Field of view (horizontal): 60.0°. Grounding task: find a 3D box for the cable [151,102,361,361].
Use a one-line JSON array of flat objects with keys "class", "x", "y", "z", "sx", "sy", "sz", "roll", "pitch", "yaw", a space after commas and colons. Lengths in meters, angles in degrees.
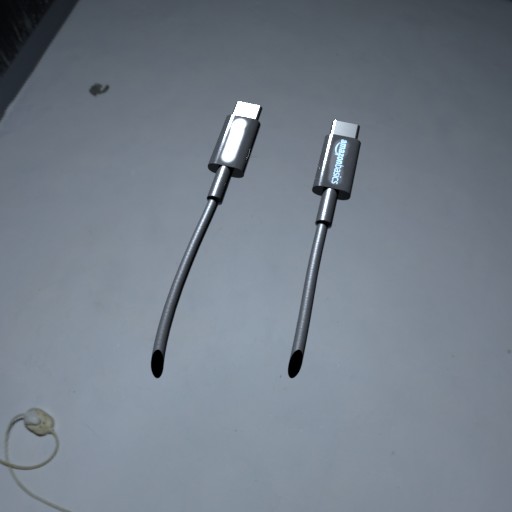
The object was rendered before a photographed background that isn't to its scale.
[{"class": "cable", "x": 0.000, "y": 0.000, "z": 0.112, "sx": 0.041, "sy": 0.005, "sz": 0.098, "roll": 13, "pitch": 64, "yaw": 7}]
